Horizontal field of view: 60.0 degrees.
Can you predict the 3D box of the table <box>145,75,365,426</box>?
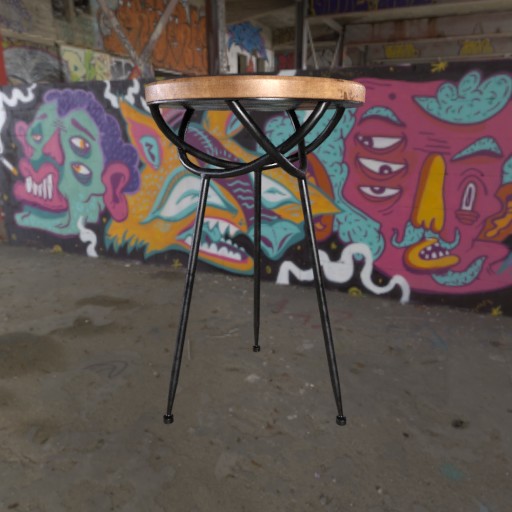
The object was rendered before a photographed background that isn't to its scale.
[{"bbox_3d":[0.000,0.000,0.931,0.418,0.664,0.414,15,22,42],"label":"table"}]
